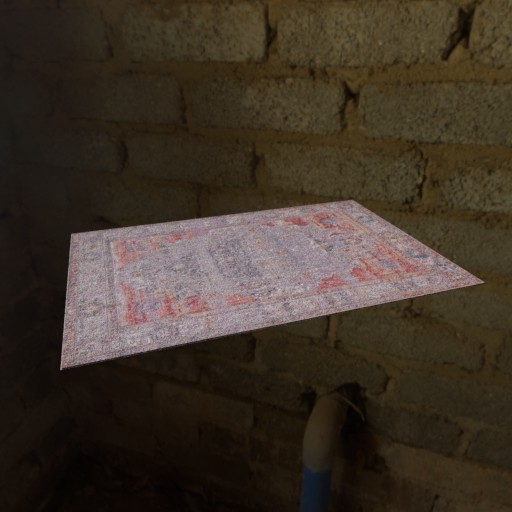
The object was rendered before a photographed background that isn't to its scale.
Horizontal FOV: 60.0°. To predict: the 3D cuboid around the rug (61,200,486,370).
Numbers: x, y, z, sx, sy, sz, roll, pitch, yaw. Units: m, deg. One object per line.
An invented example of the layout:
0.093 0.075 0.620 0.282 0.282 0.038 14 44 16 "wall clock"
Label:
0.000 0.000 2.298 1.829 0.005 1.219 -9 28 -17 "rug"
